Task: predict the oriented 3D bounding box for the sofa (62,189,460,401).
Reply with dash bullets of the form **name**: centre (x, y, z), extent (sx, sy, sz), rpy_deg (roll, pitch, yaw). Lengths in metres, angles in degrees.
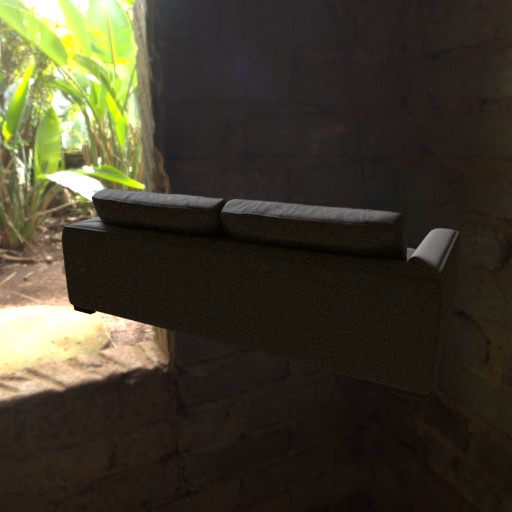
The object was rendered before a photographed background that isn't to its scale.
- **sofa**: centre (0.000, 0.000, 2.754), extent (2.262, 0.801, 1.070), rpy_deg (8, 17, 27)
